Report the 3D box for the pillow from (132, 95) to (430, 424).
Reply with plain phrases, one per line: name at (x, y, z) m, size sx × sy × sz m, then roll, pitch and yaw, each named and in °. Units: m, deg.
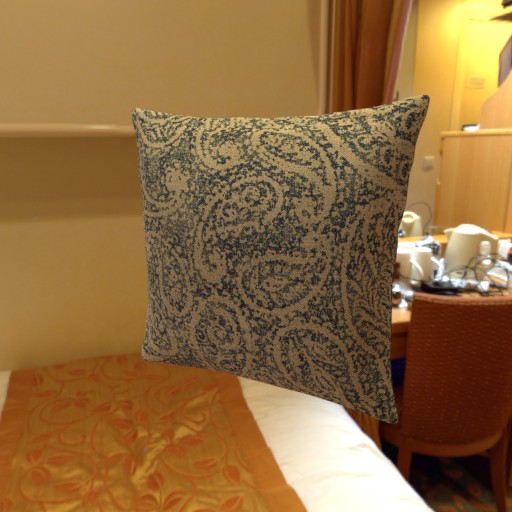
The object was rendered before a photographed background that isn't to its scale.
pillow at (0.000, 0.000, 0.774) m, size 0.523 × 0.510 × 0.166 m, roll 6°, pitch 15°, yaw 24°
